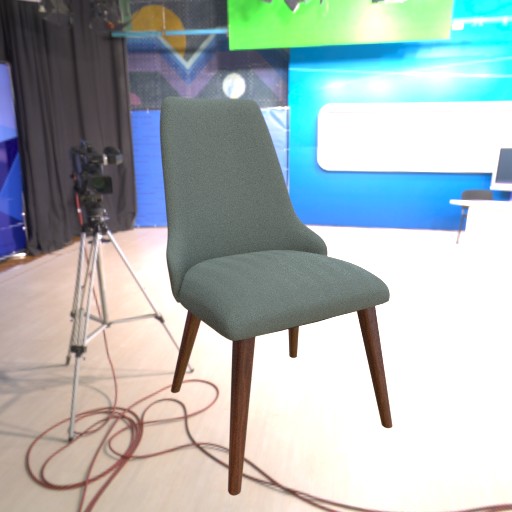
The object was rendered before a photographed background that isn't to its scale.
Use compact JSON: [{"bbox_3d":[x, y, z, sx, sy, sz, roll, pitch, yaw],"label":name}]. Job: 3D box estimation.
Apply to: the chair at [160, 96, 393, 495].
[{"bbox_3d":[0.000,0.000,1.318,0.535,0.918,0.707,-9,19,-27],"label":"chair"}]
